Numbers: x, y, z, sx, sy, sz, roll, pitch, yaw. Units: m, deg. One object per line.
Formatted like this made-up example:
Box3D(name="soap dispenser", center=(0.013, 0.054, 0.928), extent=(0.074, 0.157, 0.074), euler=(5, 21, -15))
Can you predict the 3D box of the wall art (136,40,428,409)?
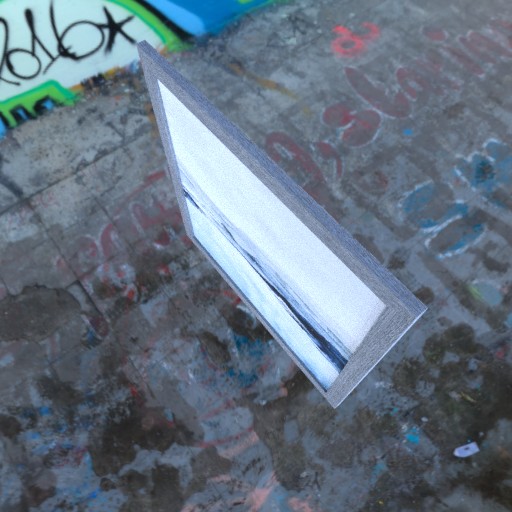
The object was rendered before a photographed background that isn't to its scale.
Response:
Box3D(name="wall art", center=(0.000, 0.000, 0.997), extent=(0.020, 0.685, 0.685), euler=(-35, 67, -17))
